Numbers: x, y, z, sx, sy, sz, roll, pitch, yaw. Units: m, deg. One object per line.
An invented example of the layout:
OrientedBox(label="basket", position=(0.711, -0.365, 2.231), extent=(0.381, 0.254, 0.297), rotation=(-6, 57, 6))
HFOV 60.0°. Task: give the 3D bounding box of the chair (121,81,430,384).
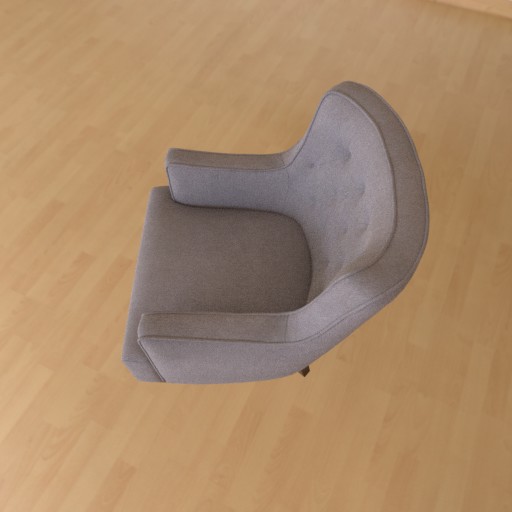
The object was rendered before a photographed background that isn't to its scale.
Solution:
OrientedBox(label="chair", position=(0.000, 0.000, 1.576), extent=(0.910, 0.919, 0.781), rotation=(1, 59, 0))
